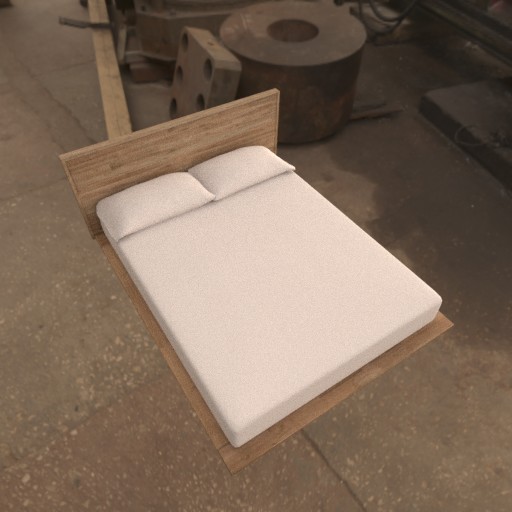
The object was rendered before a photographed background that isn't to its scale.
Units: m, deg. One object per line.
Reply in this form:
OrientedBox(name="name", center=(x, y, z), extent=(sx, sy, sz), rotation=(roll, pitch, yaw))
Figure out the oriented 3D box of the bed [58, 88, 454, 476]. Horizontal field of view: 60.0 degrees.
OrientedBox(name="bed", center=(0.000, 0.000, 3.056), extent=(1.759, 1.071, 2.145), rotation=(-25, 52, -22))
